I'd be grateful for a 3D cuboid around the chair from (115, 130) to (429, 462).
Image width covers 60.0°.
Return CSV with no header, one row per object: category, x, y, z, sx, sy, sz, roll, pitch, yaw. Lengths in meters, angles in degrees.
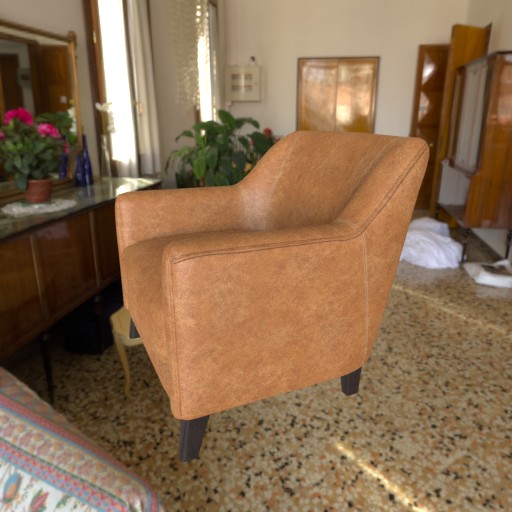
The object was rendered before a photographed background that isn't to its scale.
chair,0.000,0.000,1.846,1.034,0.980,1.037,-8,19,-24
